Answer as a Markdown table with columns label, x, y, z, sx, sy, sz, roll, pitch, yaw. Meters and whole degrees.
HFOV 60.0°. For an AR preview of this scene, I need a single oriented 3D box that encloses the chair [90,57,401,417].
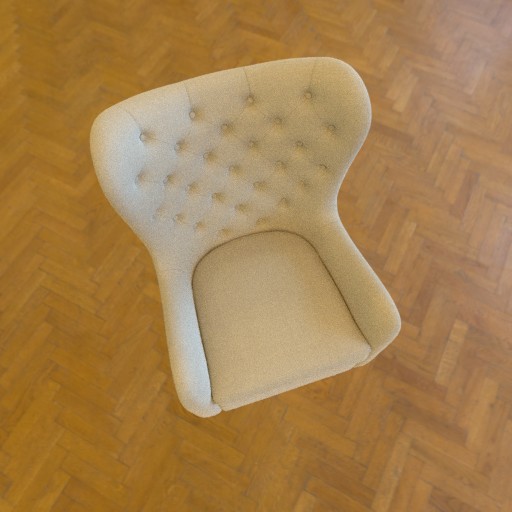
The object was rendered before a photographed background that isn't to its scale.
| label | x | y | z | sx | sy | sz | roll | pitch | yaw |
| --- | --- | --- | --- | --- | --- | --- | --- | --- | --- |
| chair | 0.000 | 0.000 | 1.667 | 0.831 | 1.079 | 0.929 | -17 | 66 | -8 |
